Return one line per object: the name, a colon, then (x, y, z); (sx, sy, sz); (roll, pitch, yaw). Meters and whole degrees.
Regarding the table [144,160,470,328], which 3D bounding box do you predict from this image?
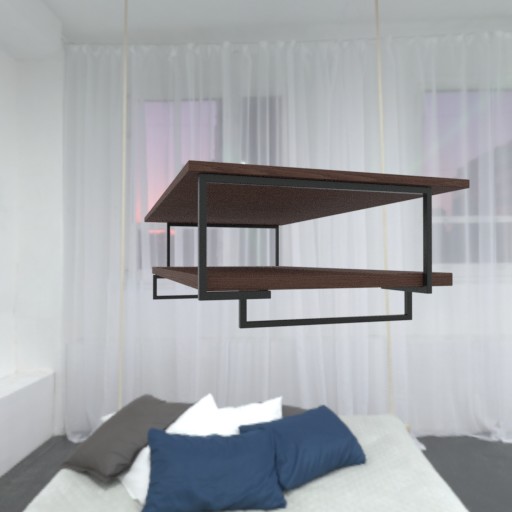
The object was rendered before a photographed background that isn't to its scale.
table: (0.000, 0.000, 1.491); (0.651, 0.347, 1.197); (0, 0, -18)
